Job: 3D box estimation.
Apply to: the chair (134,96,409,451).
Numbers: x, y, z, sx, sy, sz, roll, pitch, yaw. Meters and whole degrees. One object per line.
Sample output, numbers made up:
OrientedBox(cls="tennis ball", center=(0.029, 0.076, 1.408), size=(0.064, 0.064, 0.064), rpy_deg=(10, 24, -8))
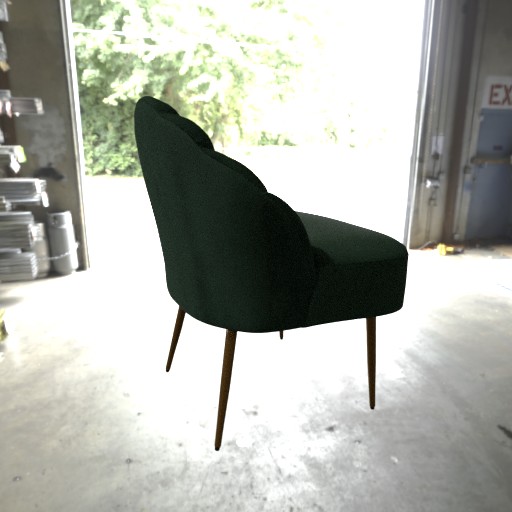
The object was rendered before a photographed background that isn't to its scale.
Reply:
OrientedBox(cls="chair", center=(0.000, 0.000, 1.238), size=(0.599, 0.819, 0.657), rpy_deg=(-7, 16, -26))
